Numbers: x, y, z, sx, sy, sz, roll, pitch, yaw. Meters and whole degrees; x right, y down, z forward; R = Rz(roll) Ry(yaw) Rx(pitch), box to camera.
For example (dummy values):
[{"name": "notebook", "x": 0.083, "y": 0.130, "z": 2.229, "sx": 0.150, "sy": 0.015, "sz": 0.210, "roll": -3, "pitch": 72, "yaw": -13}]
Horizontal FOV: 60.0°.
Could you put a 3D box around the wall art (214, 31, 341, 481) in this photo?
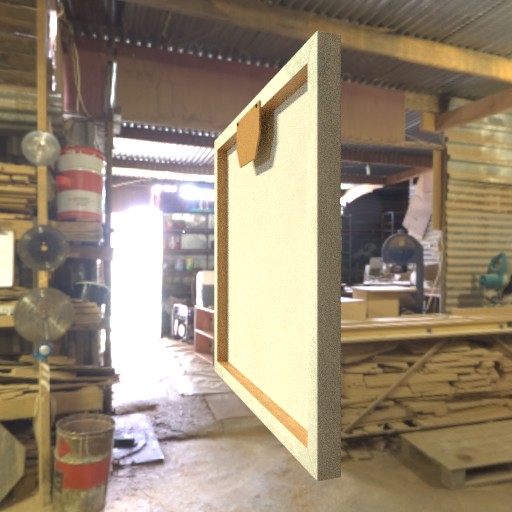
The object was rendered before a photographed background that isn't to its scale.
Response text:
[{"name": "wall art", "x": 0.000, "y": 0.000, "z": 0.885, "sx": 0.044, "sy": 0.605, "sz": 0.605, "roll": 0, "pitch": 0, "yaw": -18}]
